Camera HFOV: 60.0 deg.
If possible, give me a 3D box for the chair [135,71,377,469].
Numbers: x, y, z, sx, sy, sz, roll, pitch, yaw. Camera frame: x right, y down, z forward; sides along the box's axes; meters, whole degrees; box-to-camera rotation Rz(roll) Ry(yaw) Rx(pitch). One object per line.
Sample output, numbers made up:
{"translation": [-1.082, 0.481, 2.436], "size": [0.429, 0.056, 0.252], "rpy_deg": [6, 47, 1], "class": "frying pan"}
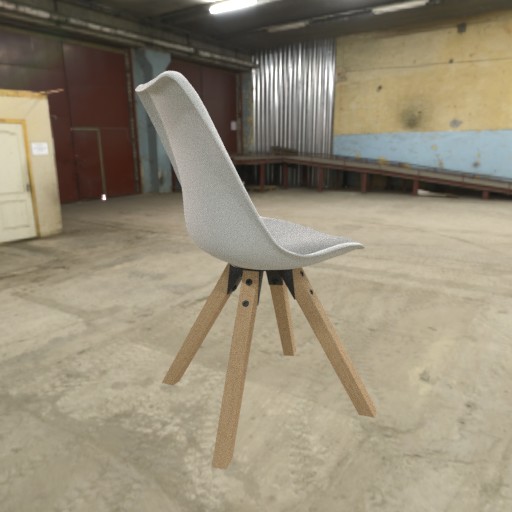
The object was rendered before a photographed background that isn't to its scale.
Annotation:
{"translation": [0.000, 0.000, 1.175], "size": [0.550, 0.850, 0.485], "rpy_deg": [-7, 15, -26], "class": "chair"}
